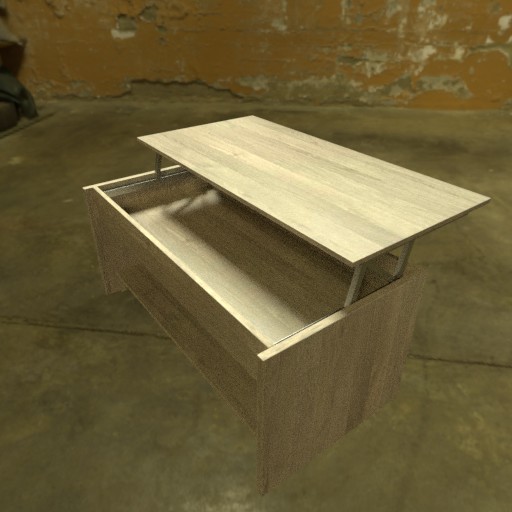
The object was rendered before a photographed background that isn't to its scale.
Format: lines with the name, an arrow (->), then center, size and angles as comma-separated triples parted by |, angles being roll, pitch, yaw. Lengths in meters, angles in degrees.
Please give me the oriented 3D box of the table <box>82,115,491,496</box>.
table -> 0.000, 0.000, 1.409 | 0.712, 0.570, 1.000 | -21, 38, -31
